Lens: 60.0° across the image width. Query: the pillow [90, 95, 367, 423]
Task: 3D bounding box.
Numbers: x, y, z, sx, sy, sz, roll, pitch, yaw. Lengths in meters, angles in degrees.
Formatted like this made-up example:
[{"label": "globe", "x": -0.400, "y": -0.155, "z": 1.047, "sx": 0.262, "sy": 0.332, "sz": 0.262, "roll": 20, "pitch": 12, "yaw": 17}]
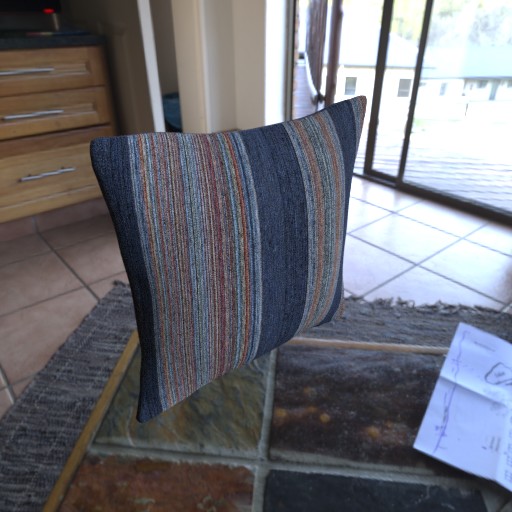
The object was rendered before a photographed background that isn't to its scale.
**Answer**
[{"label": "pillow", "x": 0.000, "y": 0.000, "z": 0.662, "sx": 0.437, "sy": 0.419, "sz": 0.136, "roll": -21, "pitch": 35, "yaw": -33}]
